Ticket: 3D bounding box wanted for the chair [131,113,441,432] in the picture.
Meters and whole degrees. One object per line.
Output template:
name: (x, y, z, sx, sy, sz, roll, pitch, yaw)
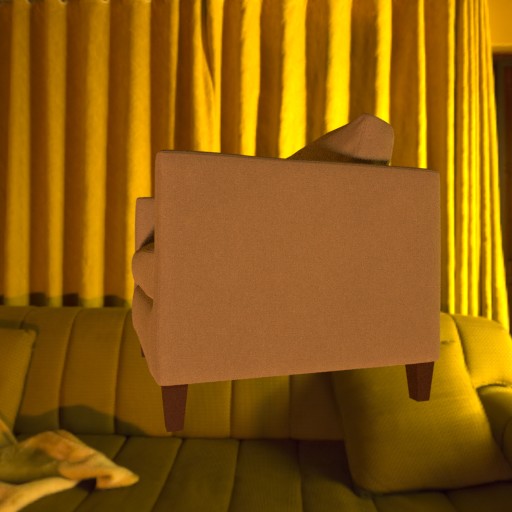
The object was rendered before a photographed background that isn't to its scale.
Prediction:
chair: (0.000, 0.000, 1.813, 0.959, 0.961, 1.107, 0, 0, -18)
